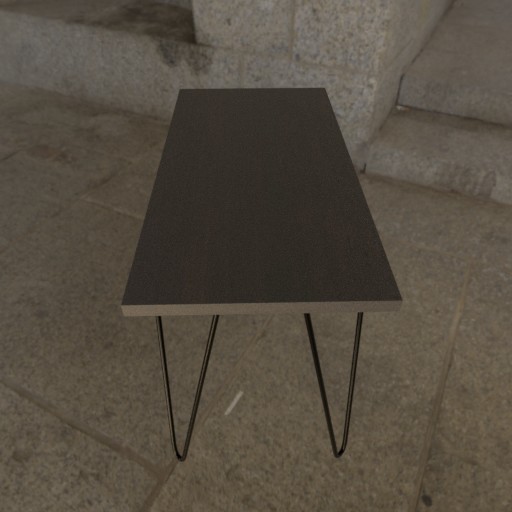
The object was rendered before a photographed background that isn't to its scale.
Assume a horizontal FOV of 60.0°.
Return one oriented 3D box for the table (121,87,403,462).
[{"bbox_3d":[0.000,0.000,1.372,0.499,0.660,0.991,-1,42,-1],"label":"table"}]
